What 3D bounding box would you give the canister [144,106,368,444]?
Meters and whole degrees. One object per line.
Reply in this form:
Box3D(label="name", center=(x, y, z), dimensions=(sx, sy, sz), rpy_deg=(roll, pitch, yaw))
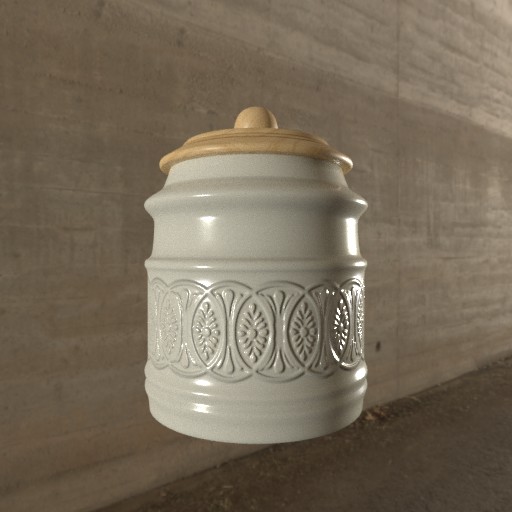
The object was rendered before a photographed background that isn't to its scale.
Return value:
Box3D(label="canister", center=(0.000, 0.000, 0.265), dimensions=(0.130, 0.176, 0.130), rpy_deg=(0, 0, 0))
